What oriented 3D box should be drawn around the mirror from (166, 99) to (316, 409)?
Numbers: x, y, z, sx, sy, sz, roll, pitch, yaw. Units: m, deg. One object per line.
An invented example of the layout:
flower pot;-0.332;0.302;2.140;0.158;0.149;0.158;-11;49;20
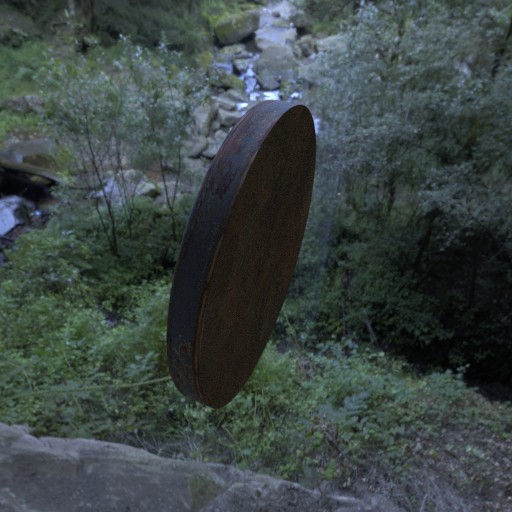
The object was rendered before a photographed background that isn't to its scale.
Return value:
mirror;0.000;0.000;0.874;0.061;0.585;0.585;16;48;15
